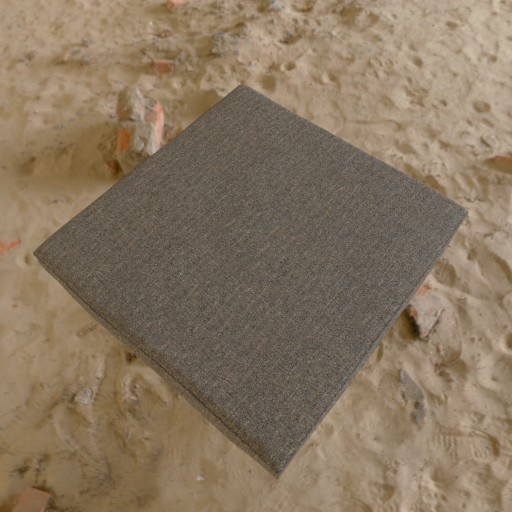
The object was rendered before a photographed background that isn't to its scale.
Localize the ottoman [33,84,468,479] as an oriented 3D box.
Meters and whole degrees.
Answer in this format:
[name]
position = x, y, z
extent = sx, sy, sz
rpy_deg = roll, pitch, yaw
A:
[ottoman]
position = 0.000, 0.000, 1.518
extent = 0.981, 0.379, 1.016
rpy_deg = 36, 66, 18
